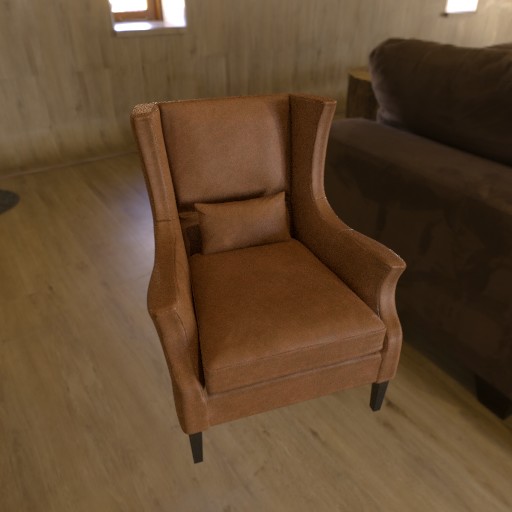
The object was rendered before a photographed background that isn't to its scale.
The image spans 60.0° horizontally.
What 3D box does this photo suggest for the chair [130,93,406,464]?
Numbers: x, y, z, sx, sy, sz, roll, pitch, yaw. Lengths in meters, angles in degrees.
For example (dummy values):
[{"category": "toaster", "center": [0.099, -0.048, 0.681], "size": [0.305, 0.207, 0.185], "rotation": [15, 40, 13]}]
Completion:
[{"category": "chair", "center": [0.000, 0.000, 1.673], "size": [0.852, 1.016, 0.925], "rotation": [-10, 33, -15]}]
